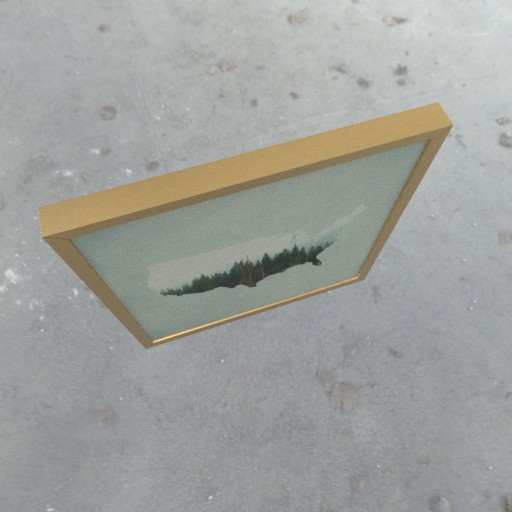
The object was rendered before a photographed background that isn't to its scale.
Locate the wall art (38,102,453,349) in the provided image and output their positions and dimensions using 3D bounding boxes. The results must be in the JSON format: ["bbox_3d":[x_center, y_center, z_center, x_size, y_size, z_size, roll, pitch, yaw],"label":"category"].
[{"bbox_3d":[0.000,0.000,0.759,0.509,0.509,0.040,-17,66,-8],"label":"wall art"}]
